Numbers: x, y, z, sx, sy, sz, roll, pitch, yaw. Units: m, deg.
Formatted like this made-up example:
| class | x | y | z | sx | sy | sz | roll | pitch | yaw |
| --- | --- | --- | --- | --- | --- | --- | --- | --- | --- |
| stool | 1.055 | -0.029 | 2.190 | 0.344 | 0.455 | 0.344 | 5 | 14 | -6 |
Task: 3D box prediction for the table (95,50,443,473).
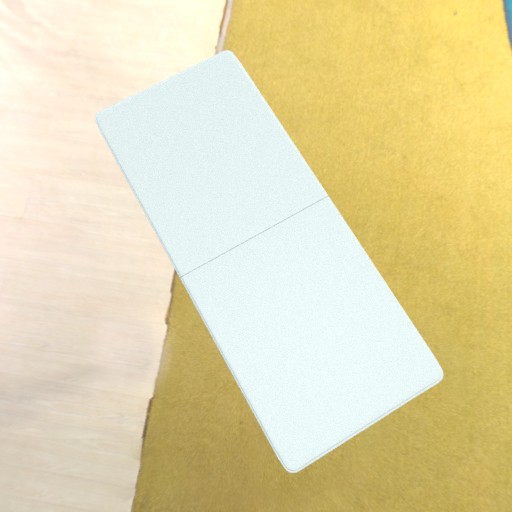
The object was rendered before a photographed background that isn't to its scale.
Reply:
| class | x | y | z | sx | sy | sz | roll | pitch | yaw |
| --- | --- | --- | --- | --- | --- | --- | --- | --- | --- |
| table | 0.000 | 0.000 | 2.308 | 0.761 | 0.719 | 1.829 | -29 | 77 | -7 |
